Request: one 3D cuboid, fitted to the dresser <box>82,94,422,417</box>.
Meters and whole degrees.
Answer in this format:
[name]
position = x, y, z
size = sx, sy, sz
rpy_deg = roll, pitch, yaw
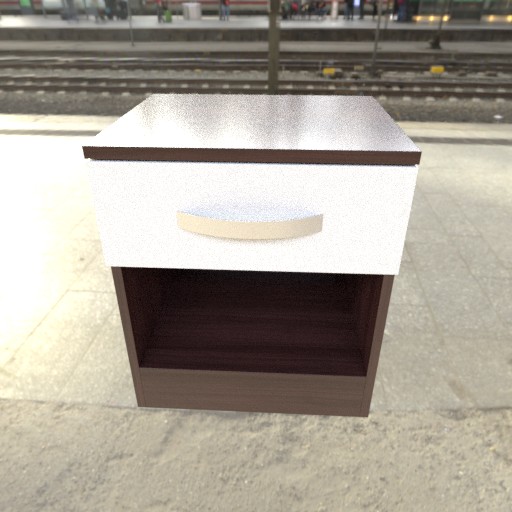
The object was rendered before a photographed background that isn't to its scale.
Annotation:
[dresser]
position = 0.000, 0.000, 0.771
size = 0.400, 0.470, 0.360
rpy_deg = 2, 30, 3
